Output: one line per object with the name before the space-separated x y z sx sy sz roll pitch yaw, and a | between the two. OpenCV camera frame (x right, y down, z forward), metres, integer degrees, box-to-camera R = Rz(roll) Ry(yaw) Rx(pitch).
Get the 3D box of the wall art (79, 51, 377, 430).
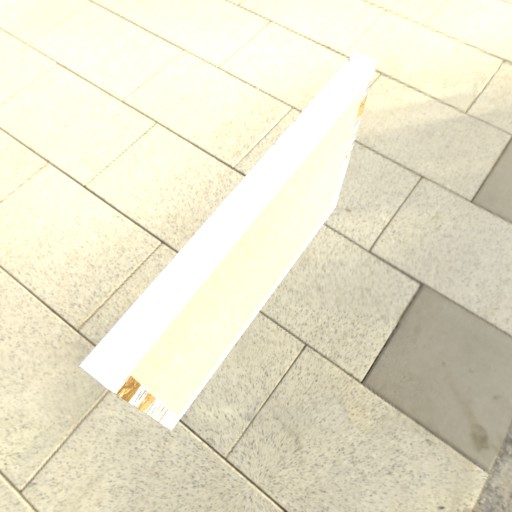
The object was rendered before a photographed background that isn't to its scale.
wall art | 0.000 0.000 0.762 0.041 0.407 0.606 32 67 15
